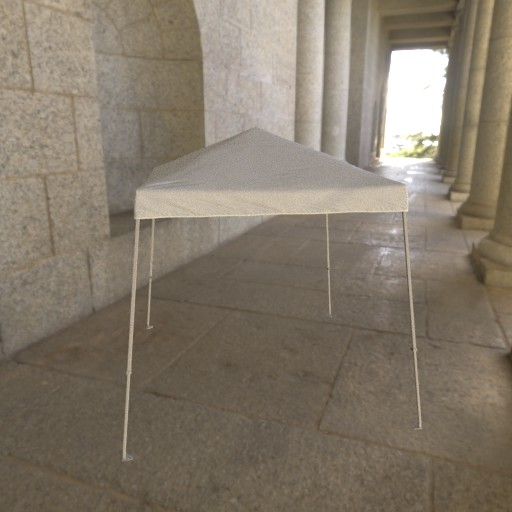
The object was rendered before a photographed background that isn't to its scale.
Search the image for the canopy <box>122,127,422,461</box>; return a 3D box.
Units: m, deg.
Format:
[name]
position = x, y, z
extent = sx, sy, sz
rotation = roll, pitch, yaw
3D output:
[canopy]
position = 0.000, 0.000, 6.443
extent = 3.600, 3.600, 3.599
rotation = -2, 16, -9
